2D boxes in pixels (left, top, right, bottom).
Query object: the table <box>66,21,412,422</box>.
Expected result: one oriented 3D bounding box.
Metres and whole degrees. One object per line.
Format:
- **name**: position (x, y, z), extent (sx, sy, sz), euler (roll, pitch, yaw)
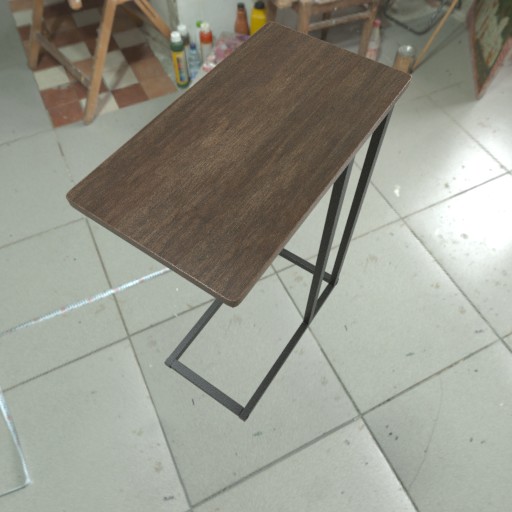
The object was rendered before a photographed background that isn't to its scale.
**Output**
- **table**: position (0.000, 0.000, 0.861), extent (0.254, 0.637, 0.450), euler (30, 63, 17)
